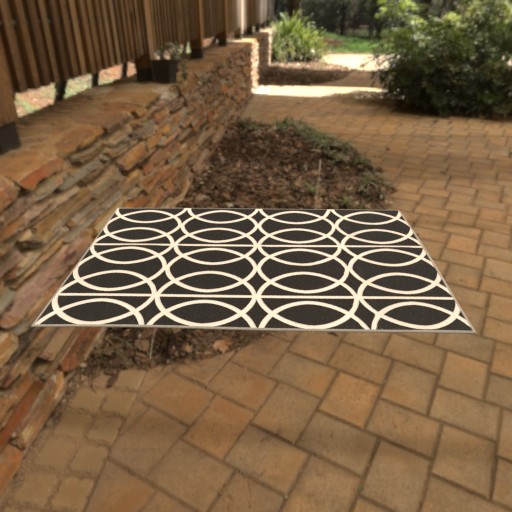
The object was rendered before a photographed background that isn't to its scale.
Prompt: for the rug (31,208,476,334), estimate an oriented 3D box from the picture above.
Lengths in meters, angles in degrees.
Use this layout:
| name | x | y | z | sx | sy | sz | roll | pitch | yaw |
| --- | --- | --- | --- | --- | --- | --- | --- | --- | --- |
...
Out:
| name | x | y | z | sx | sy | sz | roll | pitch | yaw |
| --- | --- | --- | --- | --- | --- | --- | --- | --- | --- |
| rug | 0.000 | 0.000 | 2.924 | 2.294 | 0.014 | 1.528 | 1 | 30 | 1 |
